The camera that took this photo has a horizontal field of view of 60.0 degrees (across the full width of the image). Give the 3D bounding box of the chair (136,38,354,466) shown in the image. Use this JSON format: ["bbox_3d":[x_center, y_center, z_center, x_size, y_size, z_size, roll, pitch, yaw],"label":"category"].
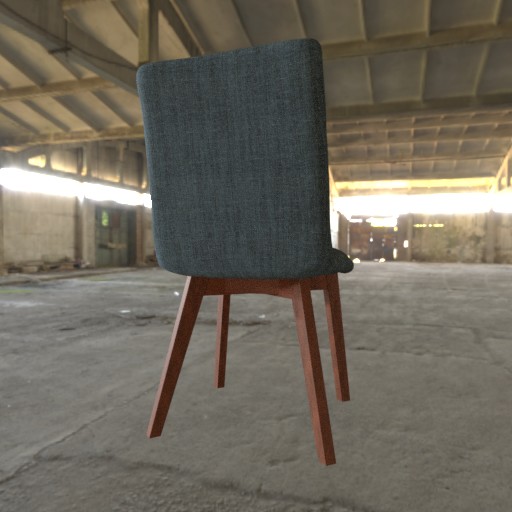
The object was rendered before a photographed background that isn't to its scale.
[{"bbox_3d":[0.000,0.000,1.286,0.522,0.974,0.563,1,2,18],"label":"chair"}]
